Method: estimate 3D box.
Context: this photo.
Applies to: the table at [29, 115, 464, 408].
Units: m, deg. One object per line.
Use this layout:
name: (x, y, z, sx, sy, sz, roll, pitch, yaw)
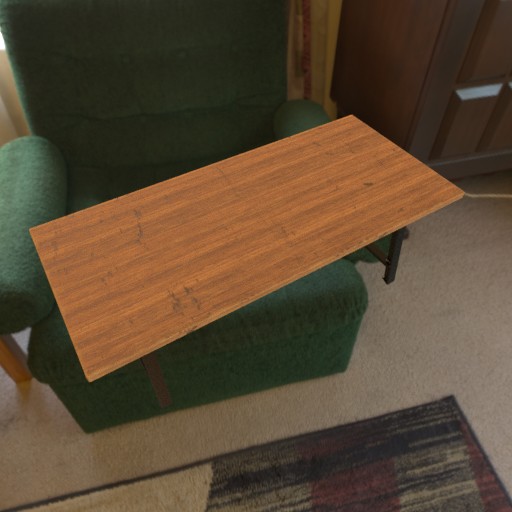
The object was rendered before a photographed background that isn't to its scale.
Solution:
table: (0.000, 0.000, 2.716, 2.200, 0.757, 1.000, -24, 52, -21)
